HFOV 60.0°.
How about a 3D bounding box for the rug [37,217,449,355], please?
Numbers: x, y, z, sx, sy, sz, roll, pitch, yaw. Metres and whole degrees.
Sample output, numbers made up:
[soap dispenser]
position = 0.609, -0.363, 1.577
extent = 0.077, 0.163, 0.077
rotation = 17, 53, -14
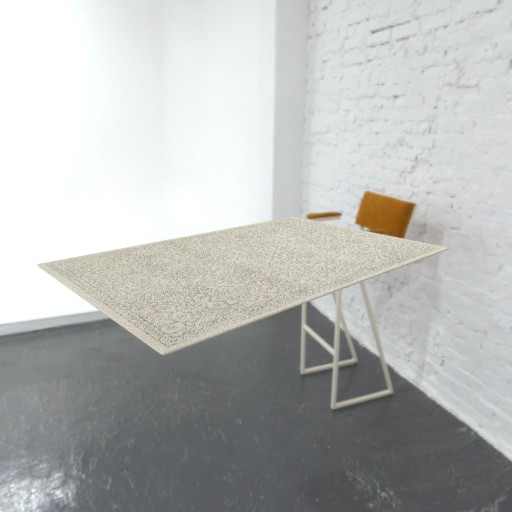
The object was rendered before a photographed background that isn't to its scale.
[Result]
[rug]
position = 0.000, 0.000, 2.924
extent = 2.286, 0.011, 1.524
rotation = -14, 21, -40
